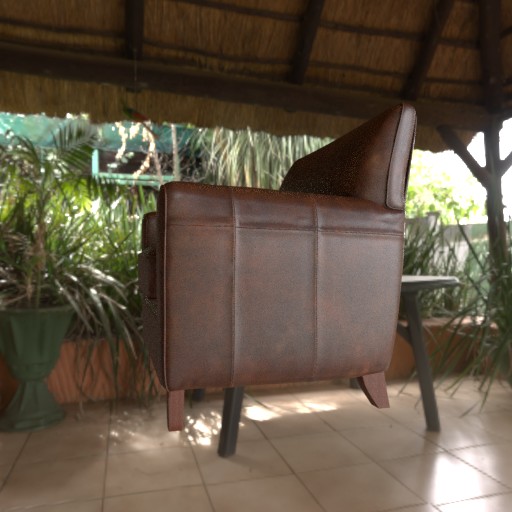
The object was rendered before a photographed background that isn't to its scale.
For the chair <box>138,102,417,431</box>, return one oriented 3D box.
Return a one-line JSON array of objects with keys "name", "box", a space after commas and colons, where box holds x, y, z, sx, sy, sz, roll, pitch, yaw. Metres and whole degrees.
[{"name": "chair", "box": [0.000, 0.000, 1.626, 0.823, 0.943, 0.870, 0, -1, -17]}]
